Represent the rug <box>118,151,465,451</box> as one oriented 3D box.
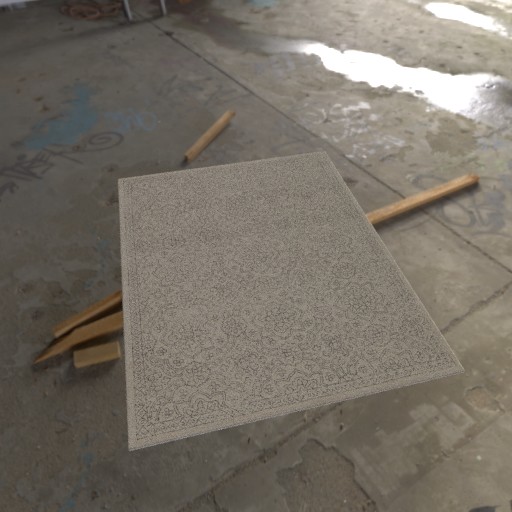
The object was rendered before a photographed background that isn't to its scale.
[{"bbox_3d":[0.000,0.000,4.105,2.441,0.015,3.050,-10,46,-9],"label":"rug"}]
